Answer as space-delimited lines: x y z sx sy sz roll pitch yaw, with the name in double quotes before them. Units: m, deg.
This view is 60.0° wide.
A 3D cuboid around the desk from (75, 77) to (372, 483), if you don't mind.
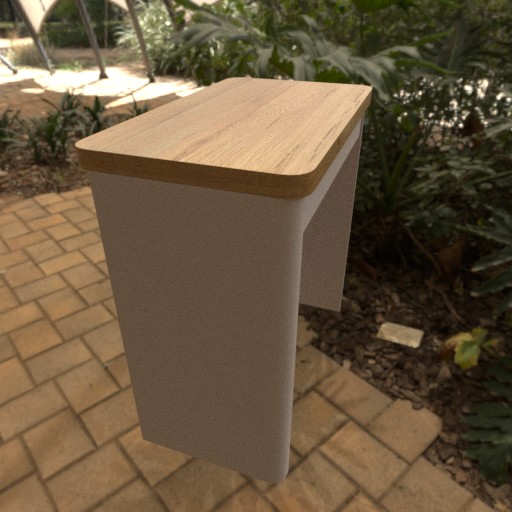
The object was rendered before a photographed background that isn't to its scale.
"desk" 0.000 0.000 1.223 0.440 0.790 0.760 11 33 17
